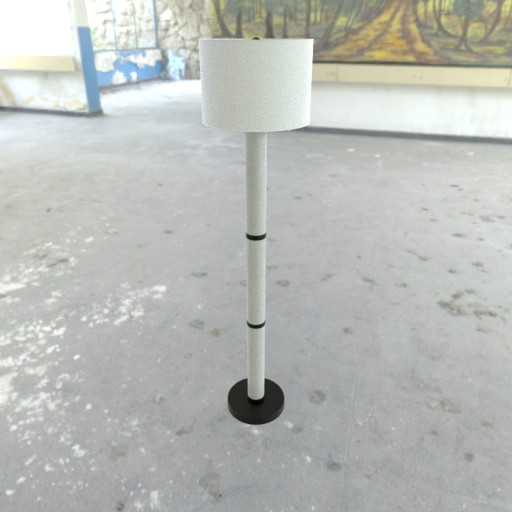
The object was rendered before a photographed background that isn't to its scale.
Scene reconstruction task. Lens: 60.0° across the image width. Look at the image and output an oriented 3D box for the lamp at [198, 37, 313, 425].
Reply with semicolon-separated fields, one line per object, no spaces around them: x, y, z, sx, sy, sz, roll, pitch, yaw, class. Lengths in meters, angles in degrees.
0.000;0.000;1.805;0.377;1.599;0.377;8;28;15;lamp
